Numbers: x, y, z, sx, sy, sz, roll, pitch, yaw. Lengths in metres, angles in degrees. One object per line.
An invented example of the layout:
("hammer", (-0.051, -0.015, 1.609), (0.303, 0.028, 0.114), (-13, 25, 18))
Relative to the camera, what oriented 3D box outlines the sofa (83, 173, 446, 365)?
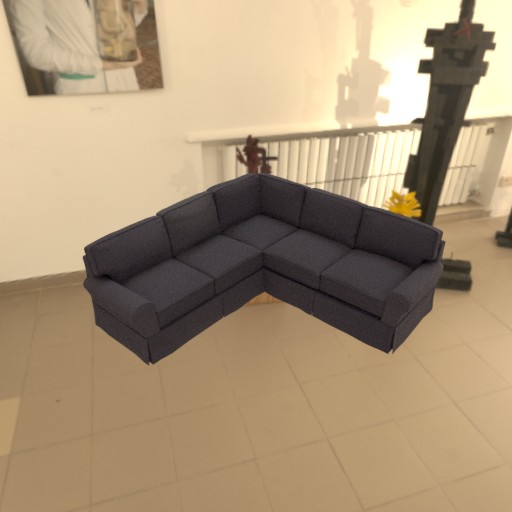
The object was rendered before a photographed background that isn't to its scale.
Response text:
("sofa", (0.000, 0.000, 5.117), (3.773, 1.169, 2.874), (-9, 32, -15))
